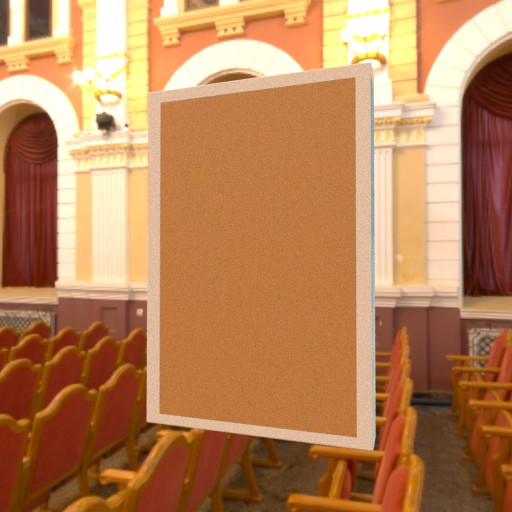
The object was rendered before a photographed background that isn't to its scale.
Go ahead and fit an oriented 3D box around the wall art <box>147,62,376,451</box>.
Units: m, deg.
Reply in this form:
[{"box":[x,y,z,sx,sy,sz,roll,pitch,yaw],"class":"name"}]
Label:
[{"box":[0.000,0.000,0.488,0.251,0.380,0.039,0,-1,18],"class":"wall art"}]
